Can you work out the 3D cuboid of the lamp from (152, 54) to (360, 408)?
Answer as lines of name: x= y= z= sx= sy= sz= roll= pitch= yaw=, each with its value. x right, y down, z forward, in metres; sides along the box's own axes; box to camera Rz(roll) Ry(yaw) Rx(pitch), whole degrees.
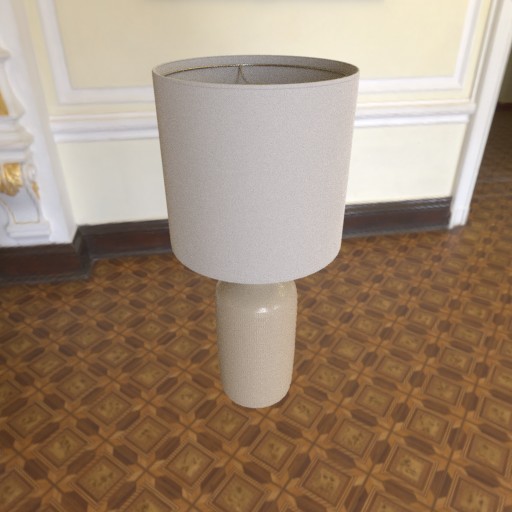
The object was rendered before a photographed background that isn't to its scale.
lamp: x=0.000 y=0.000 z=0.600 sx=0.220 sy=0.475 sz=0.220 roll=1 pitch=31 yaw=2
